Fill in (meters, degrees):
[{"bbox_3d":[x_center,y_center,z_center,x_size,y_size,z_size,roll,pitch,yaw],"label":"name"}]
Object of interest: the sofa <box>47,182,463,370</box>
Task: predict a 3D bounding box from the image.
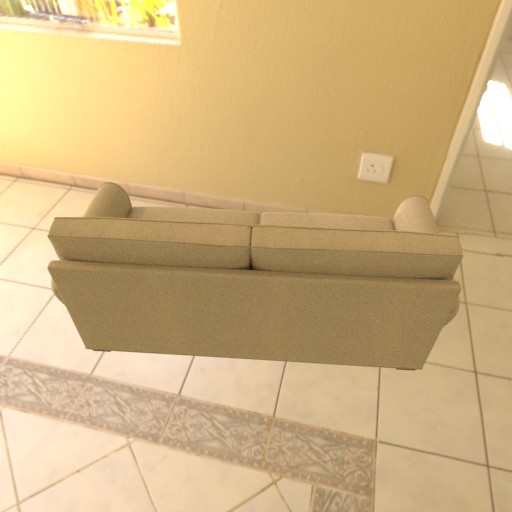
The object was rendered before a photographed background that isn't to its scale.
[{"bbox_3d":[0.000,0.000,2.630,2.146,0.962,0.901,3,45,3],"label":"sofa"}]
